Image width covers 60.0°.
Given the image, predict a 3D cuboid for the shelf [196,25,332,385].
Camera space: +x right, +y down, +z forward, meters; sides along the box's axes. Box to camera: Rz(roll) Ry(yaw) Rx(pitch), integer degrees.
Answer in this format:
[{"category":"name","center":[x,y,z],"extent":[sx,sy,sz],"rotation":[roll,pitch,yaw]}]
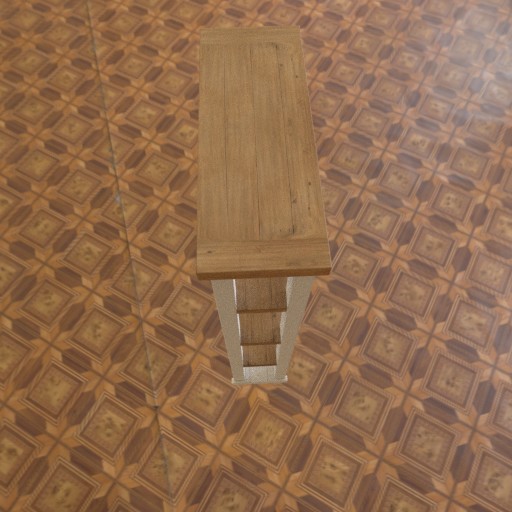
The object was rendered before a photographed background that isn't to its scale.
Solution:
[{"category":"shelf","center":[0.000,0.000,2.303],"extent":[0.381,1.878,1.022],"rotation":[-2,64,-1]}]
